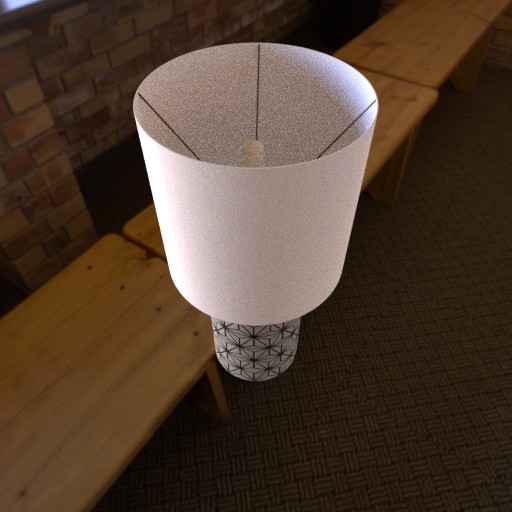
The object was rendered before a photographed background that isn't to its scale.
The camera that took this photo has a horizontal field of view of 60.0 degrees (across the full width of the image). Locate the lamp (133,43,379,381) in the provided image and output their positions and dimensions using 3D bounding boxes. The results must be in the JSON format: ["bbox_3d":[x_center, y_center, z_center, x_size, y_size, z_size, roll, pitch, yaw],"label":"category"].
[{"bbox_3d":[0.000,0.000,0.534,0.206,0.416,0.206,2,48,2],"label":"lamp"}]
